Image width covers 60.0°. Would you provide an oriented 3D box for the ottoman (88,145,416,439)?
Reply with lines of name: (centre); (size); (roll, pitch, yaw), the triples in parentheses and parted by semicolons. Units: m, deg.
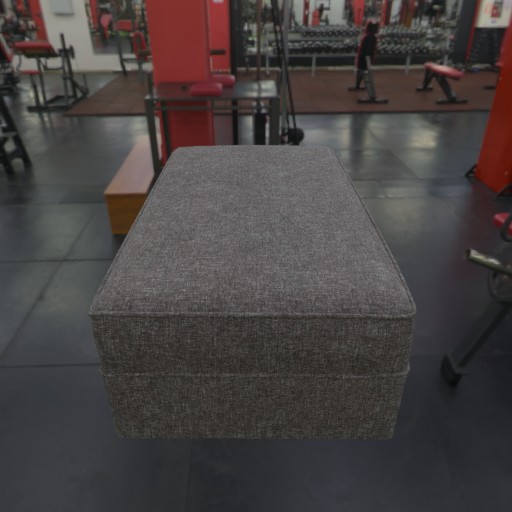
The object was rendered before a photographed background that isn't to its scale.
ottoman: (0.000, 0.000, 1.499); (0.717, 0.487, 1.184); (0, 30, 0)
